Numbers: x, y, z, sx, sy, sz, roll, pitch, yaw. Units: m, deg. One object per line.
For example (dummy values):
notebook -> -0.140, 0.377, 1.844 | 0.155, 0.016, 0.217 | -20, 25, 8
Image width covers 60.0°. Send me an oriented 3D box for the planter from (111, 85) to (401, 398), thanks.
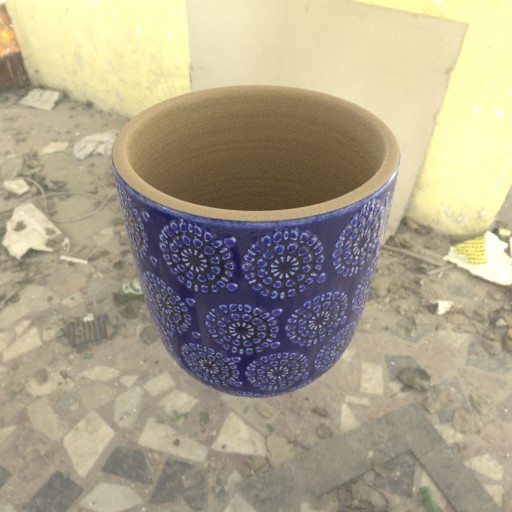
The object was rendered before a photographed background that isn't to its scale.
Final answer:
planter -> 0.000, 0.000, 0.352 | 0.184, 0.206, 0.184 | 0, 41, 0
